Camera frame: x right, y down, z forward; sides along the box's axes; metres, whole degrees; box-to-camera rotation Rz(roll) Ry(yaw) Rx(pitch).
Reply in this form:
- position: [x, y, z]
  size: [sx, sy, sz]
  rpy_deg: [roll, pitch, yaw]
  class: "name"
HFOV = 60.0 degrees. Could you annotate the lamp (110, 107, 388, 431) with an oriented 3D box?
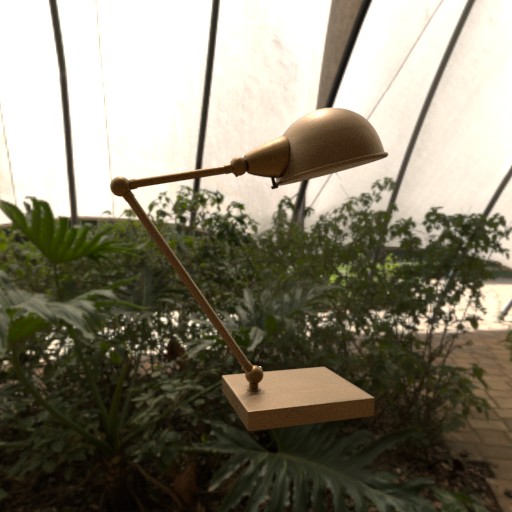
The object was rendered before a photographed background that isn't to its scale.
- position: [0.000, 0.000, 0.544]
  size: [0.339, 0.371, 0.149]
  rpy_deg: [0, 2, -16]
  class: "lamp"
